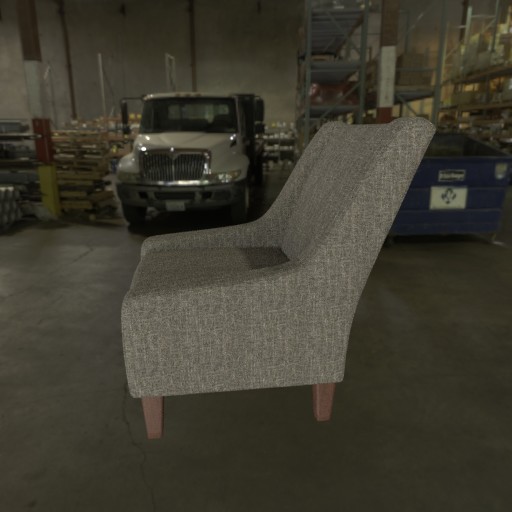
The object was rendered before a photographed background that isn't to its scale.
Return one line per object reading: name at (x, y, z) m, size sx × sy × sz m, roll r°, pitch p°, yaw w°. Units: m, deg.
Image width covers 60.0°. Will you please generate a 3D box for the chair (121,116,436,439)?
chair at (0.000, 0.000, 1.711) m, size 0.944 × 1.012 × 0.793 m, roll -3°, pitch 16°, yaw -9°
